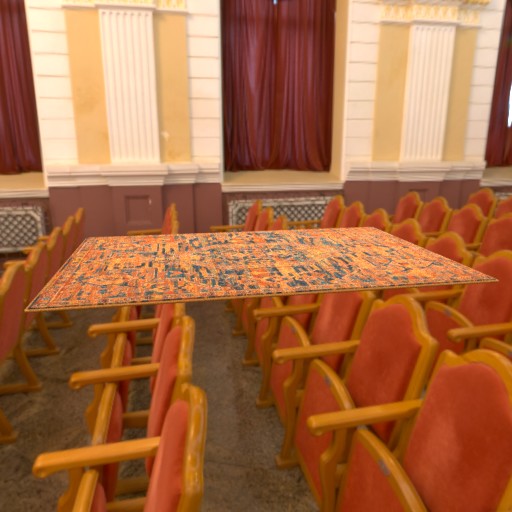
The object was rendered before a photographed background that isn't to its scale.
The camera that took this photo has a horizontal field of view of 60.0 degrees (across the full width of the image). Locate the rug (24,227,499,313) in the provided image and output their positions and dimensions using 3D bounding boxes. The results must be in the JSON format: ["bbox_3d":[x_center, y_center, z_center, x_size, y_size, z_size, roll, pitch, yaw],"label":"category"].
[{"bbox_3d":[0.000,0.000,1.053,0.863,0.008,0.557,-3,15,-10],"label":"rug"}]
